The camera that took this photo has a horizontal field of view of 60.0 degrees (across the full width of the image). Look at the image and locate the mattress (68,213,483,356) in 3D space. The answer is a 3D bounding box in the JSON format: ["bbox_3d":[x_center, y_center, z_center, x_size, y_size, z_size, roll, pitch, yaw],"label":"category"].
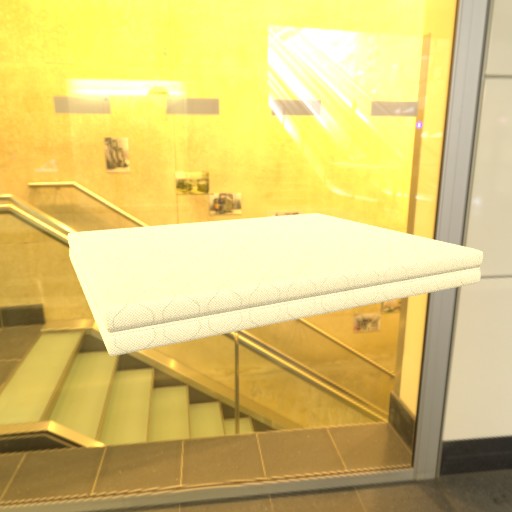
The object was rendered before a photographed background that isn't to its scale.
[{"bbox_3d":[0.000,0.000,2.705,2.000,0.200,1.600,-7,15,-26],"label":"mattress"}]
